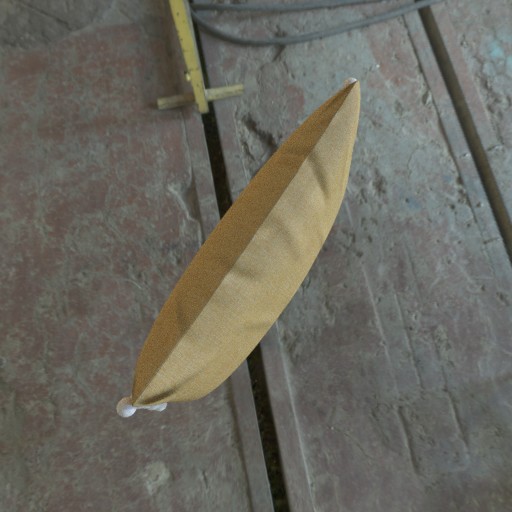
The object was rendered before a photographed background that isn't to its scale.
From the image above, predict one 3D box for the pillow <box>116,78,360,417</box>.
[{"bbox_3d":[0.000,0.000,0.854,0.201,0.322,0.709,32,77,9],"label":"pillow"}]
